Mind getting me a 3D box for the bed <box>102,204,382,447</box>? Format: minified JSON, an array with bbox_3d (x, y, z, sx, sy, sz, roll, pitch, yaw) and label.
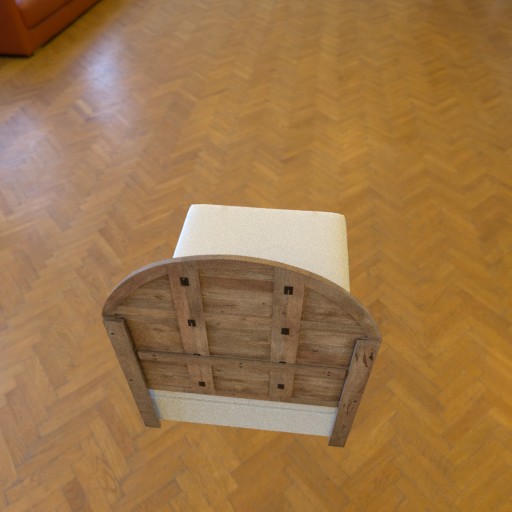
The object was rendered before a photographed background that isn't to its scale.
[{"bbox_3d":[0.000,0.000,3.578,1.713,2.002,2.112,4,45,4],"label":"bed"}]
